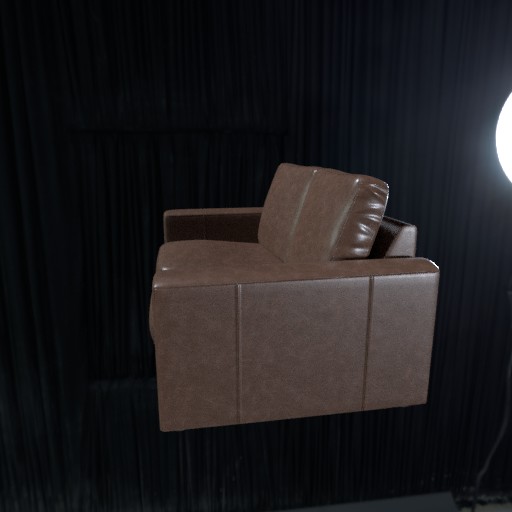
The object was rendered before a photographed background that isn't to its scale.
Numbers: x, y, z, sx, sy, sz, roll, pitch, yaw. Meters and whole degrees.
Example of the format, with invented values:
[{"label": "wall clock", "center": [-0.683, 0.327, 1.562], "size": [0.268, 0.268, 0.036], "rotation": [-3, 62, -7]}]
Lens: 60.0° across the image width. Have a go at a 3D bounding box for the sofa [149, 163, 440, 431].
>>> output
[{"label": "sofa", "center": [0.000, 0.000, 2.239], "size": [1.016, 0.873, 1.616], "rotation": [-2, 14, -10]}]
